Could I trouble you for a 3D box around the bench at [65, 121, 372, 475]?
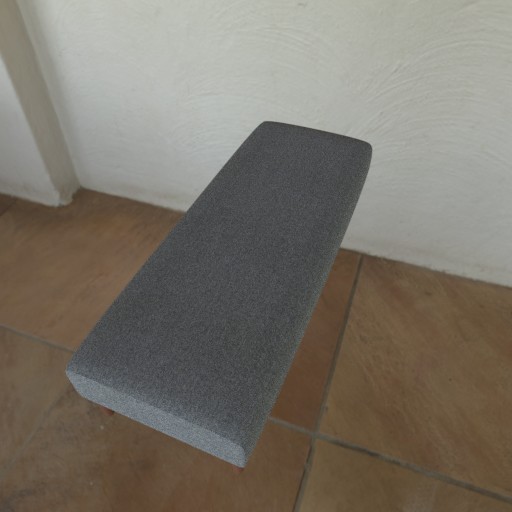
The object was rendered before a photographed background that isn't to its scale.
[{"bbox_3d":[0.000,0.000,1.865,0.631,0.384,1.598,17,48,16],"label":"bench"}]
